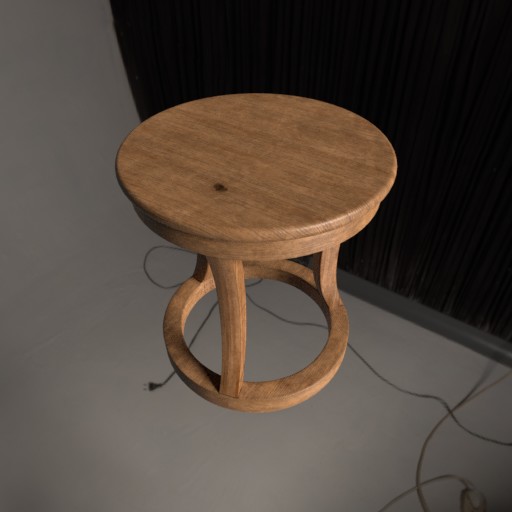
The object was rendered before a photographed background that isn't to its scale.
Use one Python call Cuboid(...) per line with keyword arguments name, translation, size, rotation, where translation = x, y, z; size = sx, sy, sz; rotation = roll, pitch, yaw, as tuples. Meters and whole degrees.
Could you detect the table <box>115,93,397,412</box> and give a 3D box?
Cuboid(name="table", translation=(0.000, 0.000, 0.844), size=(0.432, 0.460, 0.432), rotation=(0, 42, 0))
